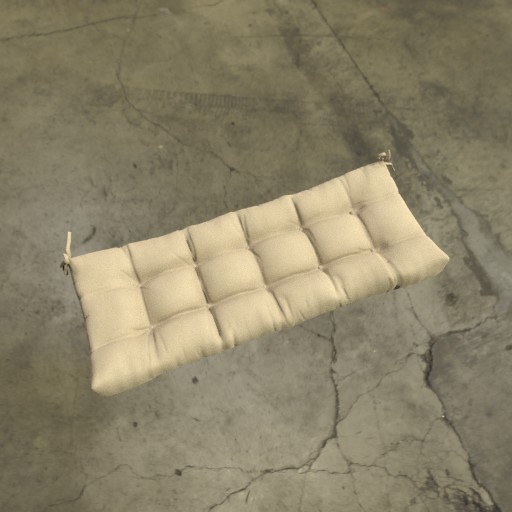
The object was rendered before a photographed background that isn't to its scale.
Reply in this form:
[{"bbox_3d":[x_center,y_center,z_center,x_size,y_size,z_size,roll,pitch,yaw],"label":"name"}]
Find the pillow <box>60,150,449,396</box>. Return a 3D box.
[{"bbox_3d":[0.000,0.000,1.412,1.194,0.174,0.511,-19,64,-9],"label":"pillow"}]
